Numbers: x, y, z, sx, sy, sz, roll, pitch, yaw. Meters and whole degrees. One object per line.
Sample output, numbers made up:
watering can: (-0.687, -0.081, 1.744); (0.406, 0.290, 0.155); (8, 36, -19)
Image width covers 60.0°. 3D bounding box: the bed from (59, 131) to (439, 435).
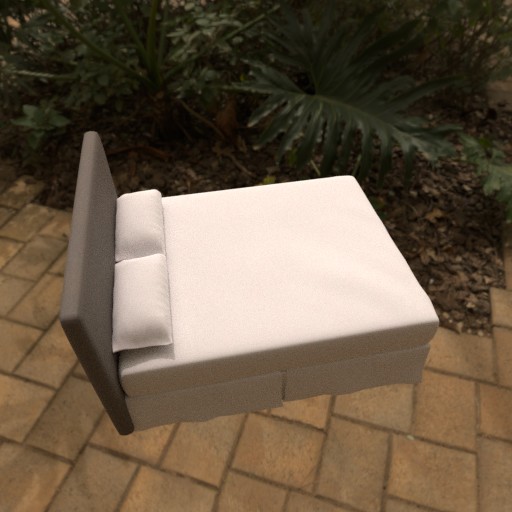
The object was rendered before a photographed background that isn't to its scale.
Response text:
bed: (0.000, 0.000, 3.125); (2.142, 1.330, 1.723); (-8, 46, -8)
